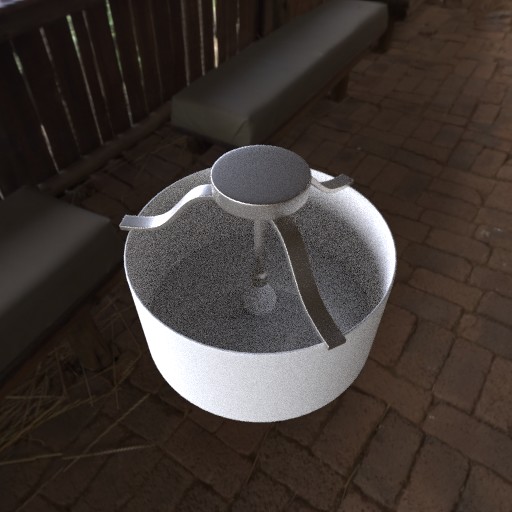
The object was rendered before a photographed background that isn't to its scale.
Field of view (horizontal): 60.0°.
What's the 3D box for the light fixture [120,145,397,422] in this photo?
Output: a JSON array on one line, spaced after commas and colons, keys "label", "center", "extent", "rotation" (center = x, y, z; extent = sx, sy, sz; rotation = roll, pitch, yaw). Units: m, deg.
[{"label": "light fixture", "center": [0.000, 0.000, 0.661], "extent": [0.395, 0.304, 0.395], "rotation": [0, 46, 0]}]
